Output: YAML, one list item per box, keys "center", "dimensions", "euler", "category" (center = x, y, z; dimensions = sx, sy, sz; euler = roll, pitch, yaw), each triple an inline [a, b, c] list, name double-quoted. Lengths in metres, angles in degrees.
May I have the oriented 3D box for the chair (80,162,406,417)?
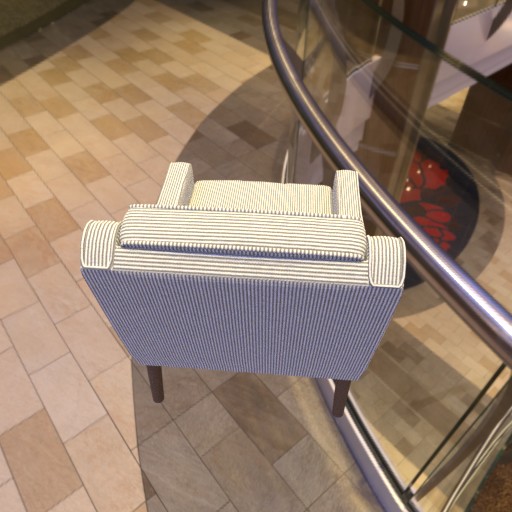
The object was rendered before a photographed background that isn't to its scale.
- center: [0.000, 0.000, 1.351]
  dimensions: [0.663, 0.792, 0.743]
  euler: [3, 46, 3]
  category: "chair"
